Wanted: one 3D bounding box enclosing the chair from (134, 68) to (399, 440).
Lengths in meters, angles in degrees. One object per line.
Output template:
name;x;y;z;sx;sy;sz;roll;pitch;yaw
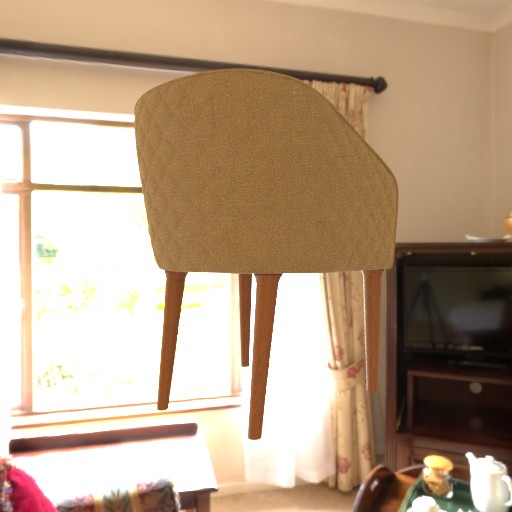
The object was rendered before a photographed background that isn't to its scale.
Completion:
chair;0.000;0.000;1.199;0.584;0.775;0.616;0;0;36
